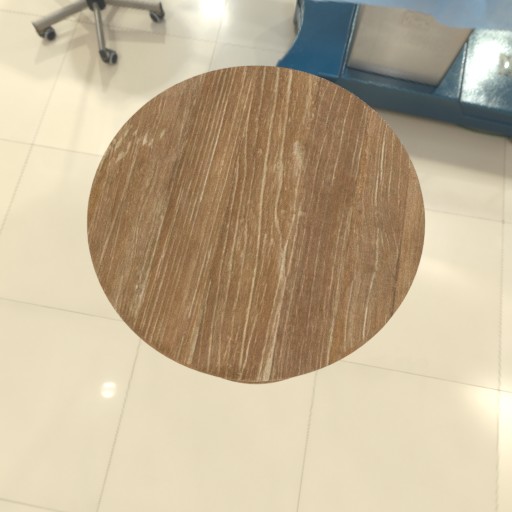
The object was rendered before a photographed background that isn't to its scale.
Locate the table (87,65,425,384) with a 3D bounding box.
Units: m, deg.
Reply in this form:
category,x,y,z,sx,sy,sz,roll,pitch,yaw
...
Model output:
category,x,y,z,sx,sy,sz,roll,pitch,yaw
table,0.000,0.000,0.957,0.527,0.551,0.527,0,73,0
